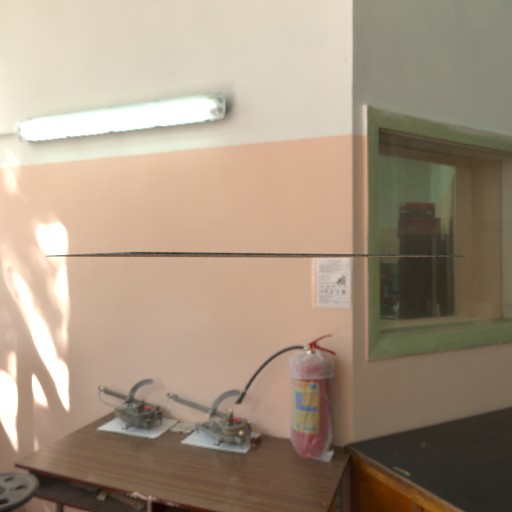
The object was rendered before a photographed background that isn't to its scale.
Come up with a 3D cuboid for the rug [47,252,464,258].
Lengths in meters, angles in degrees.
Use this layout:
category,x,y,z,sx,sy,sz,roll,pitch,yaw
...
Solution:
category,x,y,z,sx,sy,sz,roll,pitch,yaw
rug,0.000,0.000,4.250,3.291,0.013,2.337,0,-1,-35
